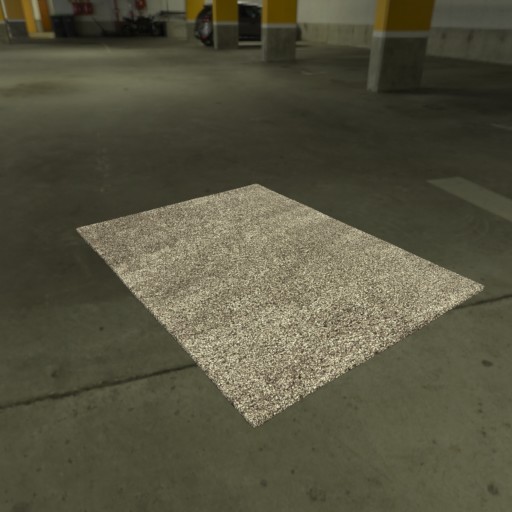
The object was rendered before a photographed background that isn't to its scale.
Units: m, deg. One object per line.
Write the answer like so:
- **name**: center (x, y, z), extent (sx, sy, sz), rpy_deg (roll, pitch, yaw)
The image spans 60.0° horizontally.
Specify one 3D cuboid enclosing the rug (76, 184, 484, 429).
- **rug**: center (0.000, 0.000, 2.106), extent (1.198, 0.025, 1.601), rpy_deg (-19, 34, -32)
